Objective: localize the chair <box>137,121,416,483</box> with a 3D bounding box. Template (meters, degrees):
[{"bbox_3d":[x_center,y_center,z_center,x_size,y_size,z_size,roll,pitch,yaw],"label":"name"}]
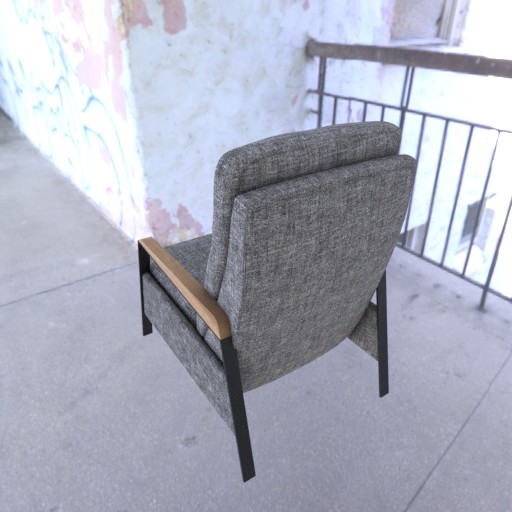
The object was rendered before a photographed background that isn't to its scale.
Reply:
[{"bbox_3d":[0.000,0.000,1.627,0.671,1.042,0.868,-18,35,-29],"label":"chair"}]
